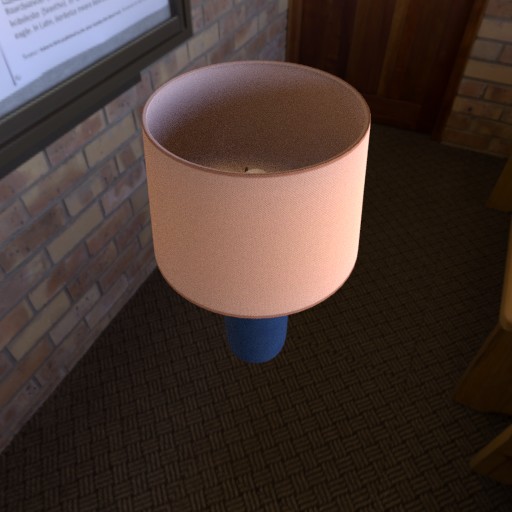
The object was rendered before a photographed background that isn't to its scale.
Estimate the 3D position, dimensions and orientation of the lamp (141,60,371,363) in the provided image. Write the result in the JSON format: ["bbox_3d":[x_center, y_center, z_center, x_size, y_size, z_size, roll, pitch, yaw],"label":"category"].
[{"bbox_3d":[0.000,0.000,0.847,0.367,0.609,0.367,0,46,0],"label":"lamp"}]
